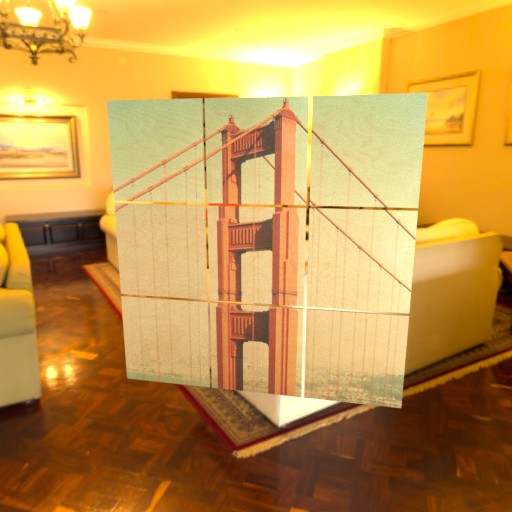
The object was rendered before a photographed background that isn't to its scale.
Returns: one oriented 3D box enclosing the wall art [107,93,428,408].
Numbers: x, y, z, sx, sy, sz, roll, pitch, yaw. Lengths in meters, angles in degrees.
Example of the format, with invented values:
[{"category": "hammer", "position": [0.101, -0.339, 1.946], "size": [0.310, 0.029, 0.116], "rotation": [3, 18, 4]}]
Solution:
[{"category": "wall art", "position": [0.000, 0.000, 2.243], "size": [1.517, 1.523, 0.013], "rotation": [3, 14, 11]}]
